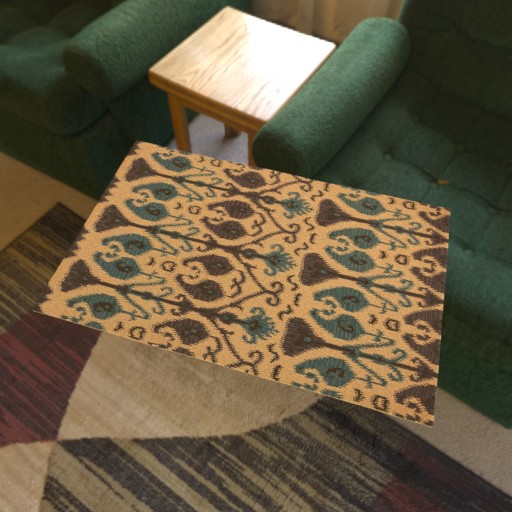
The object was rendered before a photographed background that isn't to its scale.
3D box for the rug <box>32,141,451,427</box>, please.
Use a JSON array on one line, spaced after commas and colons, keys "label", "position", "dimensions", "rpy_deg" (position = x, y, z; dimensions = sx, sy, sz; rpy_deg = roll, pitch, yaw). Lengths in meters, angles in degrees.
[{"label": "rug", "position": [0.000, 0.000, 2.048], "dimensions": [1.698, 0.013, 1.072], "rpy_deg": [14, 59, 9]}]
